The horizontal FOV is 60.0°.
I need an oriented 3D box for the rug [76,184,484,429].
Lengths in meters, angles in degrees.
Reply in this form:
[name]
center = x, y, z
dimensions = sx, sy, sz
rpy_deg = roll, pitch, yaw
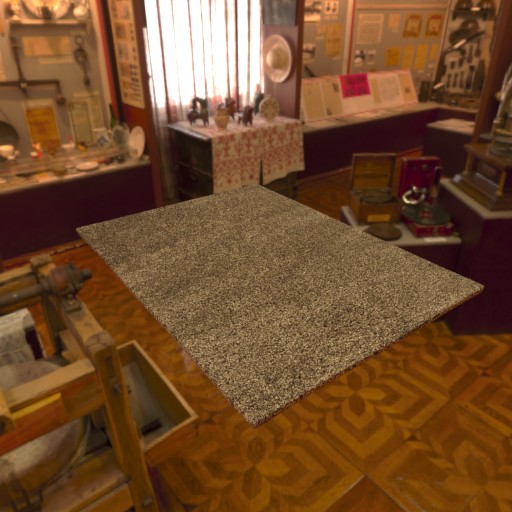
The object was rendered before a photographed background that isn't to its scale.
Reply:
[rug]
center = 0.000, 0.000, 2.106
dimensions = 1.198, 0.025, 1.601
rpy_deg = -19, 34, -32
